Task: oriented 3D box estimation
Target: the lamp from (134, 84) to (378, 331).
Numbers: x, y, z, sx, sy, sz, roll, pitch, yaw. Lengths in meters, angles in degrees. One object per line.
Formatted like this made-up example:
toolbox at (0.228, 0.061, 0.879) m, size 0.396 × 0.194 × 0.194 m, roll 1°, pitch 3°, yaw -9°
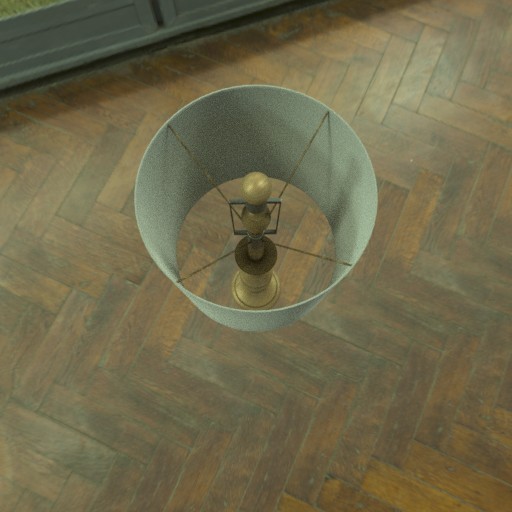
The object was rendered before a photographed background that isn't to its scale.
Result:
lamp at (0.000, 0.000, 0.724) m, size 0.250 × 0.597 × 0.250 m, roll 39°, pitch 79°, yaw 9°
